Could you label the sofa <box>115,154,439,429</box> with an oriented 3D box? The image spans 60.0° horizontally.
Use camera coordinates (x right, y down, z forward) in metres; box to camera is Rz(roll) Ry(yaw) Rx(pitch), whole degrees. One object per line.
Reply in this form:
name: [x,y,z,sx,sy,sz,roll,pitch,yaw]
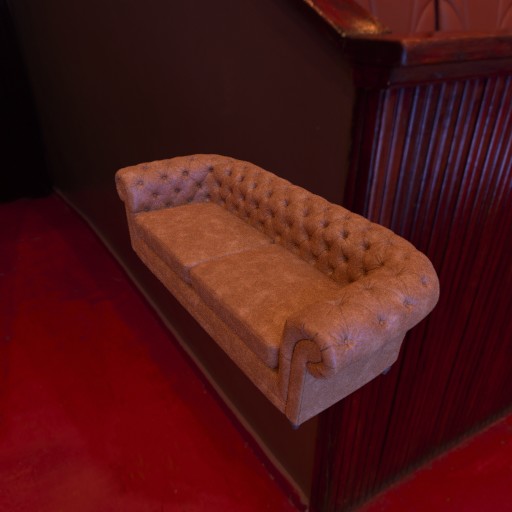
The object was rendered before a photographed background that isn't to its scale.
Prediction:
sofa: [0.000,0.000,2.848,0.989,0.760,2.365,-19,36,-29]
